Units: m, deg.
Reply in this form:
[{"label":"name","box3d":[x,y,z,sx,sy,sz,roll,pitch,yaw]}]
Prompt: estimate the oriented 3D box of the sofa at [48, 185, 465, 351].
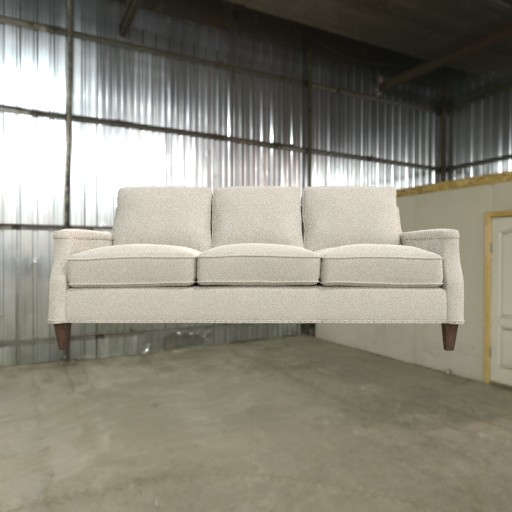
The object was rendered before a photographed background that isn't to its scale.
[{"label":"sofa","box3d":[0.000,0.000,2.883,2.246,1.003,1.084,0,1,0]}]
